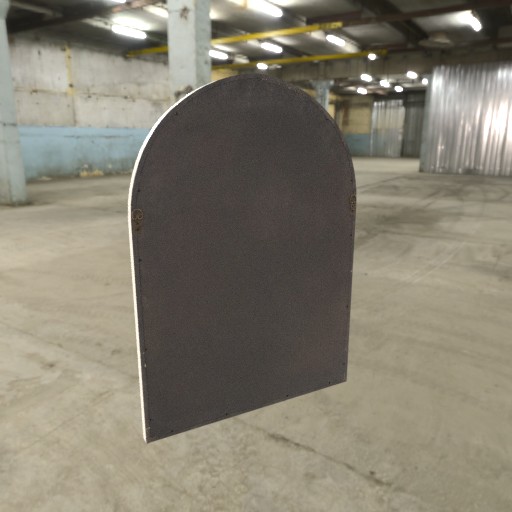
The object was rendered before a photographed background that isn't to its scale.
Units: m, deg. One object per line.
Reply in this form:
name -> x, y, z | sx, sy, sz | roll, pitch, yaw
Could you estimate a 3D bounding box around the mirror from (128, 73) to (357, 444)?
mirror -> 0.000, 0.000, 1.201 | 0.660, 0.920, 0.032 | -7, 16, -27
